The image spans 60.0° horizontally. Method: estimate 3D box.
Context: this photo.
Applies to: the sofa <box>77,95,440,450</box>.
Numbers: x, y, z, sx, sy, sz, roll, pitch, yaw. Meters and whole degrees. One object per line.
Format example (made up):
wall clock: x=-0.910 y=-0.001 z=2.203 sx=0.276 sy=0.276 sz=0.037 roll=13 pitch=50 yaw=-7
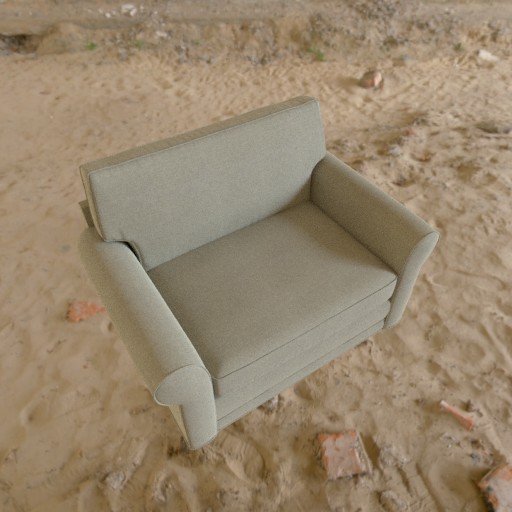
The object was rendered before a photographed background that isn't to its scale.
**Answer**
sofa: x=0.000 y=0.000 z=2.066 sx=1.405 sy=0.991 sz=0.936 roll=-25 pitch=51 yaw=-23
